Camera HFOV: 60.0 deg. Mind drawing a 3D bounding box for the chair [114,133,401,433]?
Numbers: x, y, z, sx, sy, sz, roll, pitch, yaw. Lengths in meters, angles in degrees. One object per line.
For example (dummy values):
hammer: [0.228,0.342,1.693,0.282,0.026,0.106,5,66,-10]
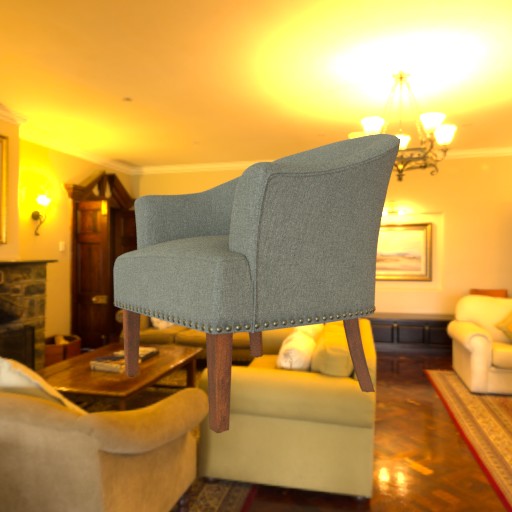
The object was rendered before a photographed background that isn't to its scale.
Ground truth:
chair: [0.000,0.000,1.426,0.704,0.815,0.798,0,0,-35]
